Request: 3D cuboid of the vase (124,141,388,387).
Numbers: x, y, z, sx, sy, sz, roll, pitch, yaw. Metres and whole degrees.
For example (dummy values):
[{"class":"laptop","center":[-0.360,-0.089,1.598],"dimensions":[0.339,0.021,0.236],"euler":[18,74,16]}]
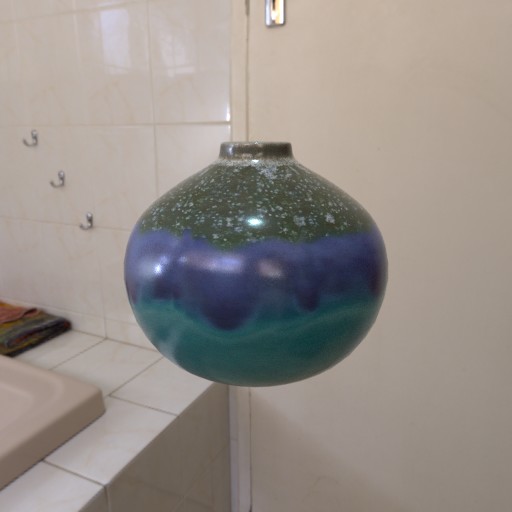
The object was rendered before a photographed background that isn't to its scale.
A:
[{"class":"vase","center":[0.000,0.000,0.267],"dimensions":[0.154,0.133,0.154],"euler":[0,15,0]}]
